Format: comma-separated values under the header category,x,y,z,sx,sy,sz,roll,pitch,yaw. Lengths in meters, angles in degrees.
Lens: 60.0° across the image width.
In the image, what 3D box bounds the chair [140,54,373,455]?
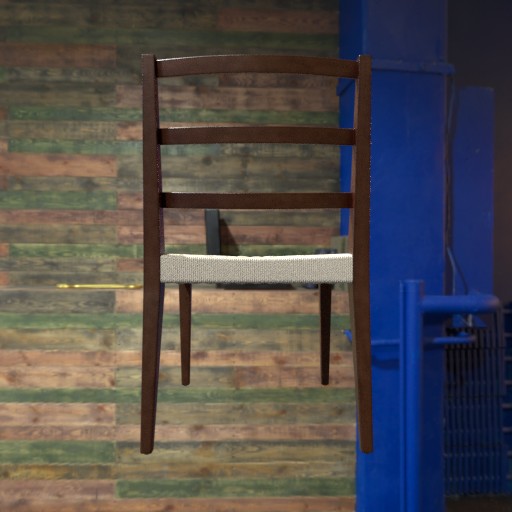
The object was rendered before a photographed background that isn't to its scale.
category,x,y,z,sx,sy,sz,roll,pitch,yaw
chair,0.000,0.000,1.137,0.480,0.813,0.551,0,0,0
